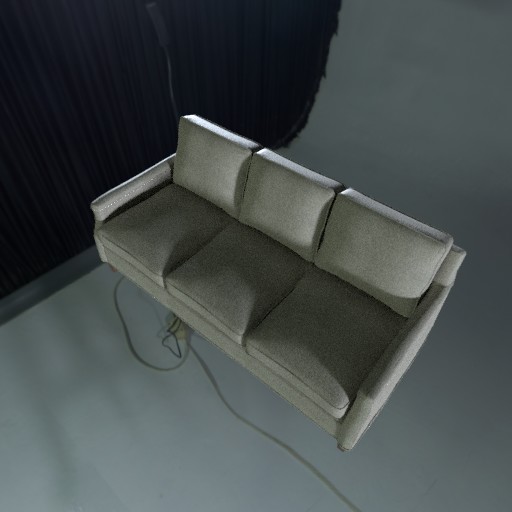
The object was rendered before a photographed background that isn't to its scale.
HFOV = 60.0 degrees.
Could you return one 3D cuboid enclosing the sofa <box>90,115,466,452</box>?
[{"bbox_3d":[0.000,0.000,2.901,2.246,1.003,1.084,32,54,26],"label":"sofa"}]
